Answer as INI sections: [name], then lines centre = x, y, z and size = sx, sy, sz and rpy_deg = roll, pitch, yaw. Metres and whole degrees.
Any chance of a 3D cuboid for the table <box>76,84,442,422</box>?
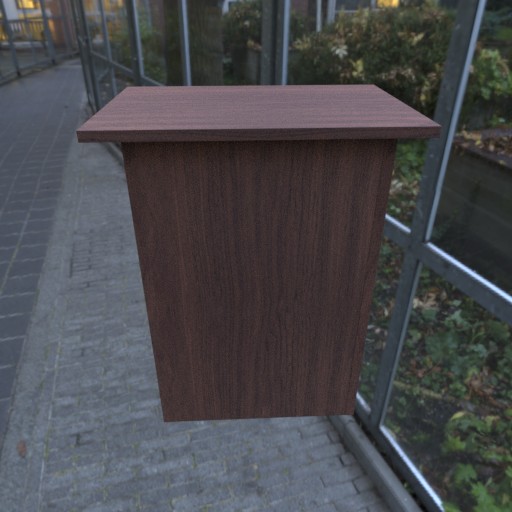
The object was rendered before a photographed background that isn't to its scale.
[table]
centre = 0.000, 0.000, 1.067
size = 0.589, 0.711, 0.406
rpy_deg = -1, 30, -2
